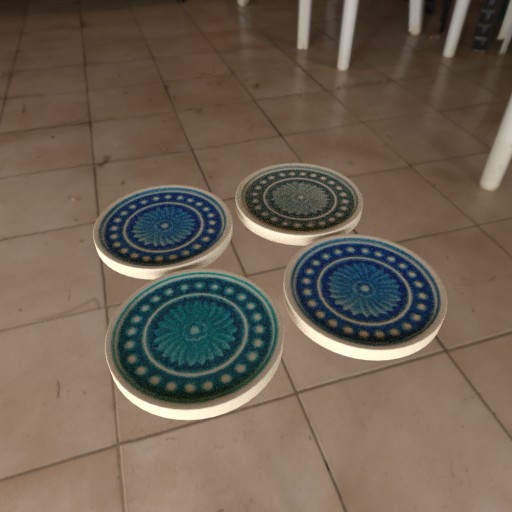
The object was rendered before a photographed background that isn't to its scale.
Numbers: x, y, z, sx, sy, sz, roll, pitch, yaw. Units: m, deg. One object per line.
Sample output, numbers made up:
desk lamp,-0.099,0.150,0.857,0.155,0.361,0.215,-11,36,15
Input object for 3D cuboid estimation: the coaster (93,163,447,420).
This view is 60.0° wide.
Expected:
coaster,0.000,0.000,0.328,0.224,0.010,0.220,-13,44,-14
